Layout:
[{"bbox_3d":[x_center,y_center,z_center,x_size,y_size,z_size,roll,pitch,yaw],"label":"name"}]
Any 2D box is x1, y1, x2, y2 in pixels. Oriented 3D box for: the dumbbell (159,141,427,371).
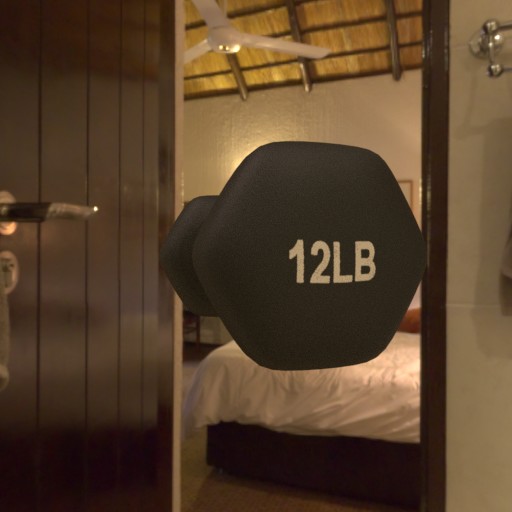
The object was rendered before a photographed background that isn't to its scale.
[{"bbox_3d":[0.000,0.000,0.292,0.112,0.101,0.231,0,0,-16],"label":"dumbbell"}]
